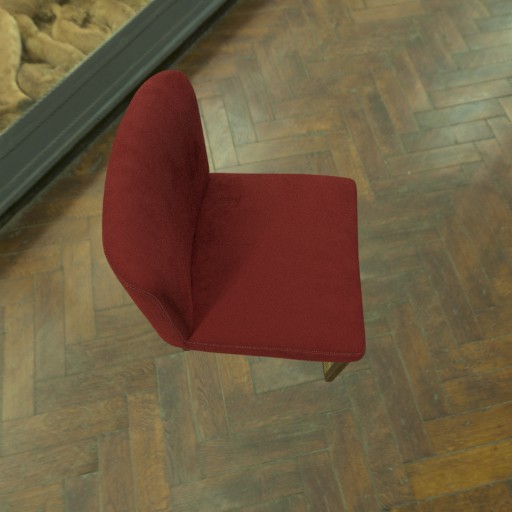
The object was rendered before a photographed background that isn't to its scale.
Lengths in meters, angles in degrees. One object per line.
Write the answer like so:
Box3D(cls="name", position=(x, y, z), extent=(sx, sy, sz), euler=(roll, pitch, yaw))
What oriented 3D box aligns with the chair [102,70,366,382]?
Box3D(cls="chair", position=(0.000, 0.000, 1.176), extent=(0.560, 0.824, 0.530), euler=(2, 65, 1))
